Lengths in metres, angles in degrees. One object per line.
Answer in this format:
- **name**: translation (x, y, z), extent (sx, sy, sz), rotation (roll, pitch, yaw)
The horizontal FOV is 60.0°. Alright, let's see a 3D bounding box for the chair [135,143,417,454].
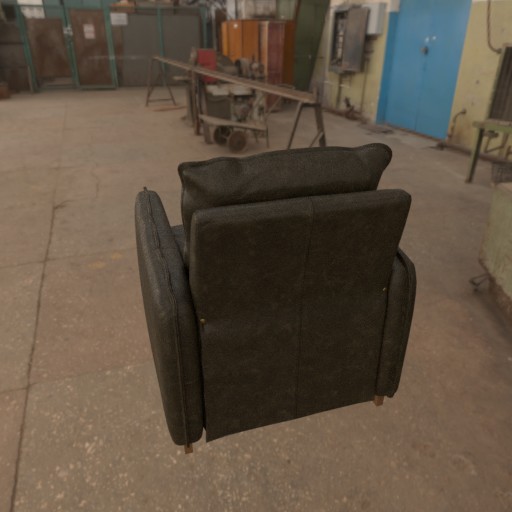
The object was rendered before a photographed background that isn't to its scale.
- **chair**: translation (0.000, 0.000, 1.615), extent (0.830, 0.921, 0.921), rotation (-8, 28, -15)
